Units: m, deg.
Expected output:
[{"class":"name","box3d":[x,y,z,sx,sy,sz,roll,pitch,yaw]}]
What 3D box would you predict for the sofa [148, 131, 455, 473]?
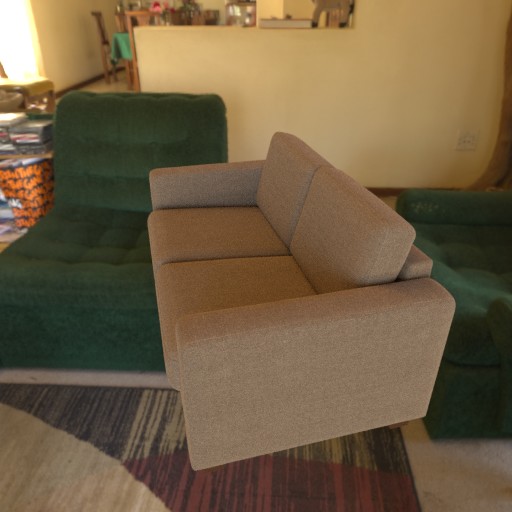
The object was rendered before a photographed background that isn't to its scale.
[{"class":"sofa","box3d":[0.000,0.000,1.976,0.900,0.800,1.520,-8,31,-13]}]
